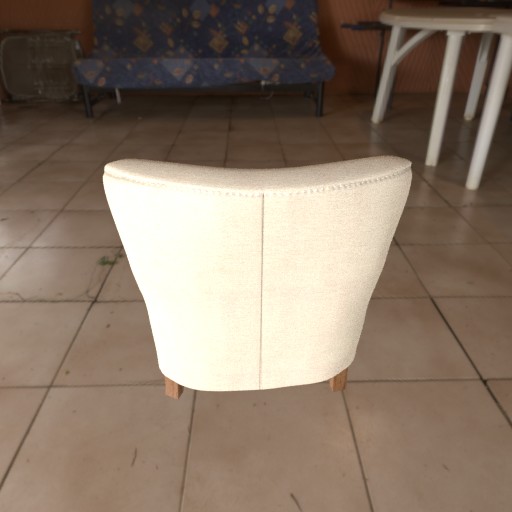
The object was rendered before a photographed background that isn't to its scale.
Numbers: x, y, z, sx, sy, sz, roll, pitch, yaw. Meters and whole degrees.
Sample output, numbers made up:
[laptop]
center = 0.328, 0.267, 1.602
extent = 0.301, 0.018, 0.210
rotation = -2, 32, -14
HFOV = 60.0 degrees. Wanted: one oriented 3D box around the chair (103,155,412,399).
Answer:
[chair]
center = 0.000, 0.000, 1.655
extent = 0.861, 0.936, 0.921
rotation = -1, 30, -2
